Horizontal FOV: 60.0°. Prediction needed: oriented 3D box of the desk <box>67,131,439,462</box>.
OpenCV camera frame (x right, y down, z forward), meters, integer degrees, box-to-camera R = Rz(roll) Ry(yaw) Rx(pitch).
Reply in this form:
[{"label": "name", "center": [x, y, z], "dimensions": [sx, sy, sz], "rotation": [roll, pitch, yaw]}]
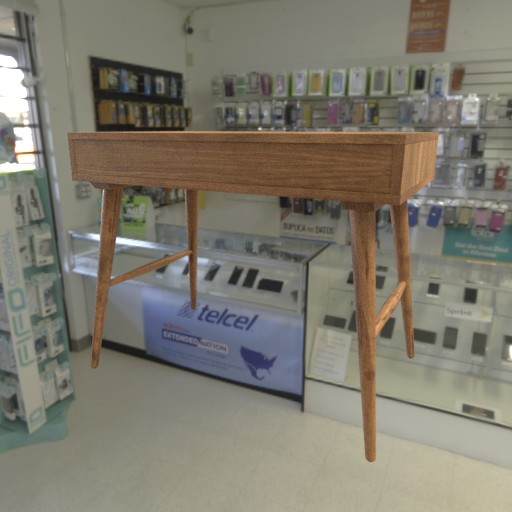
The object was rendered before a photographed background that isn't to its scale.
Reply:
[{"label": "desk", "center": [0.000, 0.000, 1.409], "dimensions": [0.949, 0.758, 0.588], "rotation": [8, 18, 27]}]
